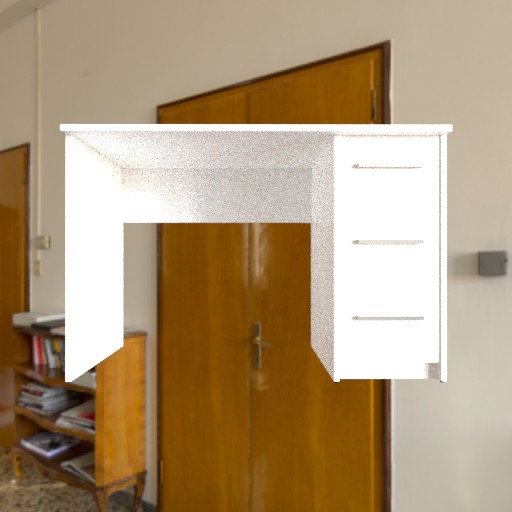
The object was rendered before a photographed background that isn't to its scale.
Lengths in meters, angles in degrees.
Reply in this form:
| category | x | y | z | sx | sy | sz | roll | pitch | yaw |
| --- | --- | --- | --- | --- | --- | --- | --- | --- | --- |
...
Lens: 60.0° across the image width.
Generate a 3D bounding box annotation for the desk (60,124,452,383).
| category | x | y | z | sx | sy | sz | roll | pitch | yaw |
| --- | --- | --- | --- | --- | --- | --- | --- | --- | --- |
| desk | 0.000 | 0.000 | 1.518 | 1.097 | 0.735 | 0.560 | 0 | 0 | 0 |
